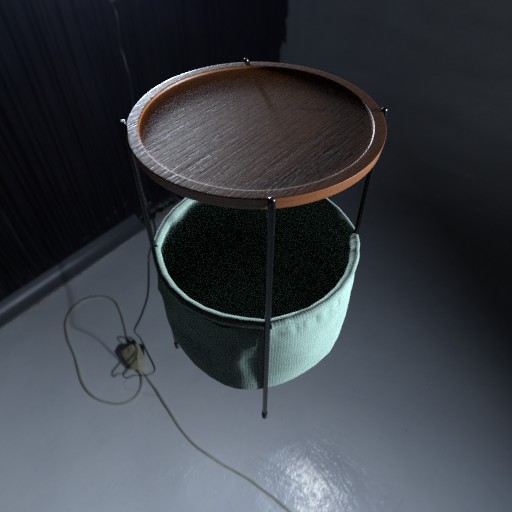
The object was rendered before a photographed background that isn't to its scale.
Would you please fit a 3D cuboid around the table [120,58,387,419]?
[{"bbox_3d":[0.000,0.000,0.894,0.400,0.623,0.400,31,54,26],"label":"table"}]
